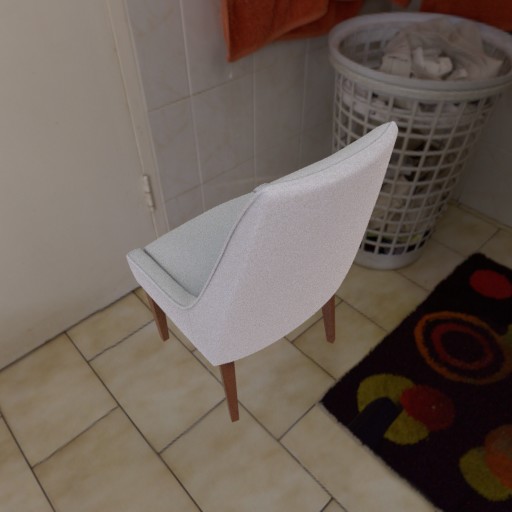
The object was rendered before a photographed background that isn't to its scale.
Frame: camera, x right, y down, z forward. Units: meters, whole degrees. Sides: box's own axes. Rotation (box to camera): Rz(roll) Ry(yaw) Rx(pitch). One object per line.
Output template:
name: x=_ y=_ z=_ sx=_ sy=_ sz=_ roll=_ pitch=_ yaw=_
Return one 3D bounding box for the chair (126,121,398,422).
chair: x=0.000 y=0.000 z=1.211 sx=0.529 sy=0.861 sz=0.544 roll=-31 pitch=53 yaw=-28
